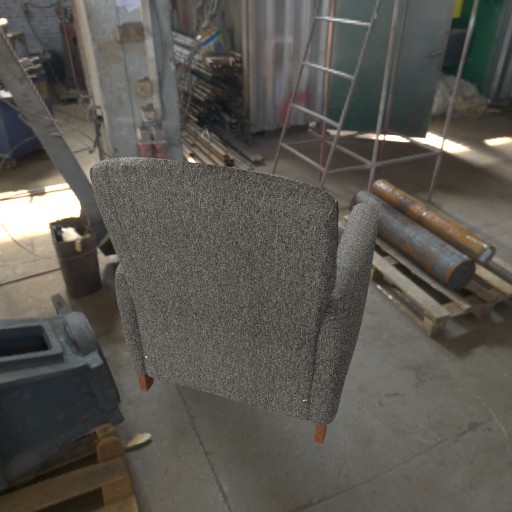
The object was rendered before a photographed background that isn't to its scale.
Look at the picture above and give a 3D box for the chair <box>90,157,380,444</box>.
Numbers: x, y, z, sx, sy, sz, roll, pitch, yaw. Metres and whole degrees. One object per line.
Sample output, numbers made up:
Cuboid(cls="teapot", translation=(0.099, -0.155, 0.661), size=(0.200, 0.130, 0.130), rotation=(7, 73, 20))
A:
Cuboid(cls="chair", translation=(0.000, 0.000, 1.684), size=(0.848, 1.014, 0.864), rotation=(11, 34, 16))
